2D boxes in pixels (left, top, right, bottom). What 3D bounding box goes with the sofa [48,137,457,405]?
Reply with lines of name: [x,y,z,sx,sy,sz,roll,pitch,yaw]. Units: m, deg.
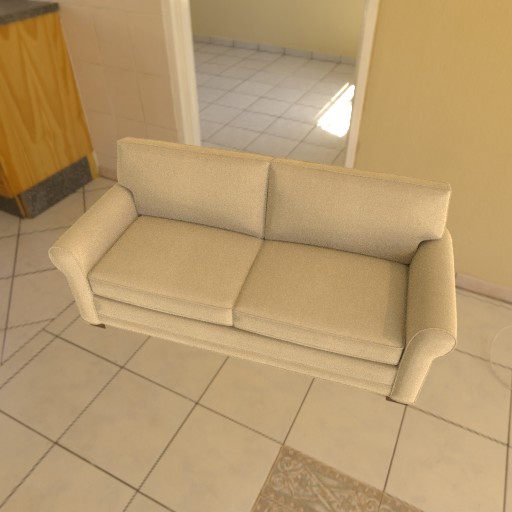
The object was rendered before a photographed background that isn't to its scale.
sofa: [0.000,0.000,2.593,2.146,0.962,0.901,11,42,13]
